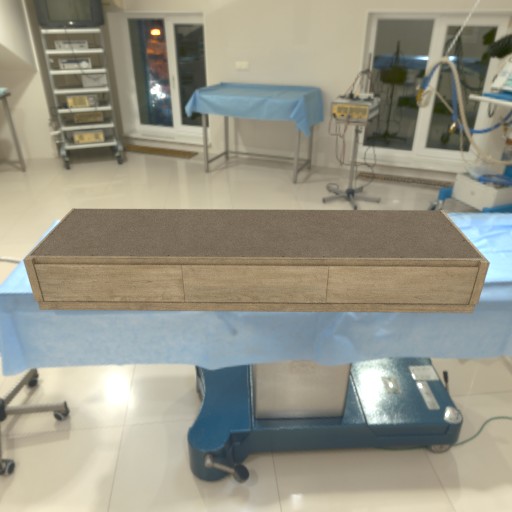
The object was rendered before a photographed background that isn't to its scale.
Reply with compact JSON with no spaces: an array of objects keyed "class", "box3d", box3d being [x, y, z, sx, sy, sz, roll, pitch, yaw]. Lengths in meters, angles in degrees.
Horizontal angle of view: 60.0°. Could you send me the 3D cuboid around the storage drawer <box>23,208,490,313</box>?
[{"class":"storage drawer","box3d":[0.000,0.000,2.290,2.072,0.274,0.591,0,29,1]}]
